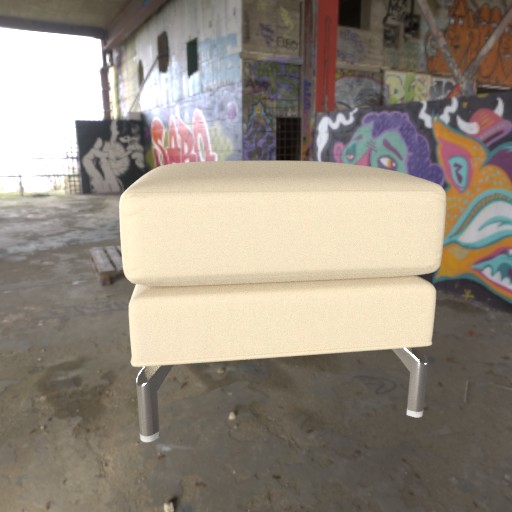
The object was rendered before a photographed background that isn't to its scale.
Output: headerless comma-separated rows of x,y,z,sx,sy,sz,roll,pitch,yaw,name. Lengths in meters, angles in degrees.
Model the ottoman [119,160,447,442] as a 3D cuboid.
0.000,0.000,1.182,0.581,0.497,0.835,-2,14,-9,ottoman
